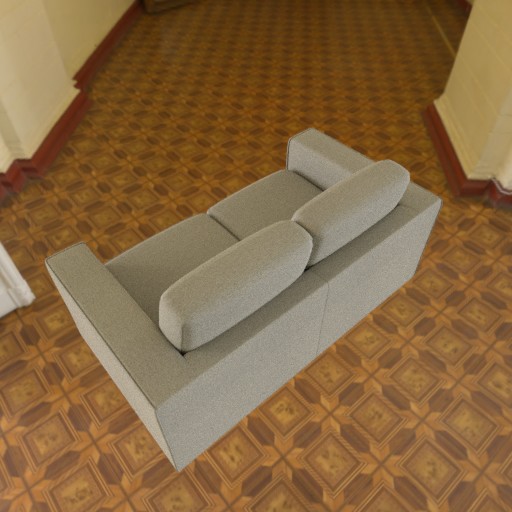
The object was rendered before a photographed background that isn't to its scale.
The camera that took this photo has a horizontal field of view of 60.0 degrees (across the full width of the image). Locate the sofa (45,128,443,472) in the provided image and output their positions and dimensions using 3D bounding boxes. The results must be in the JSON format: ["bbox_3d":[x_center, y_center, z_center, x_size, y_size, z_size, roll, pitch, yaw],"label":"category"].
[{"bbox_3d":[0.000,0.000,2.385,1.812,0.924,1.007,-32,54,-27],"label":"sofa"}]
